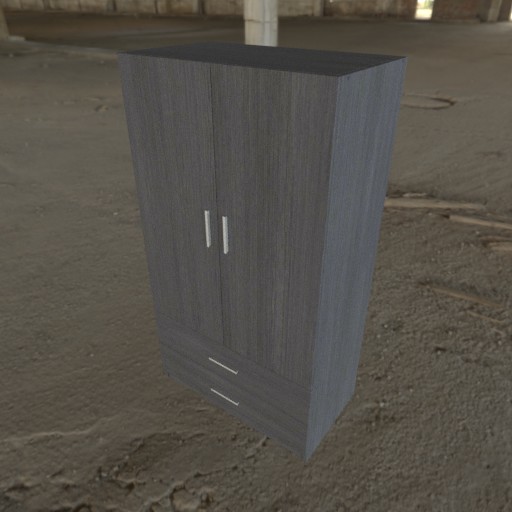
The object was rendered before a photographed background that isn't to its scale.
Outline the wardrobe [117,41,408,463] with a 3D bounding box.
[{"bbox_3d":[0.000,0.000,2.174,0.991,1.808,0.577,20,36,30],"label":"wardrobe"}]
